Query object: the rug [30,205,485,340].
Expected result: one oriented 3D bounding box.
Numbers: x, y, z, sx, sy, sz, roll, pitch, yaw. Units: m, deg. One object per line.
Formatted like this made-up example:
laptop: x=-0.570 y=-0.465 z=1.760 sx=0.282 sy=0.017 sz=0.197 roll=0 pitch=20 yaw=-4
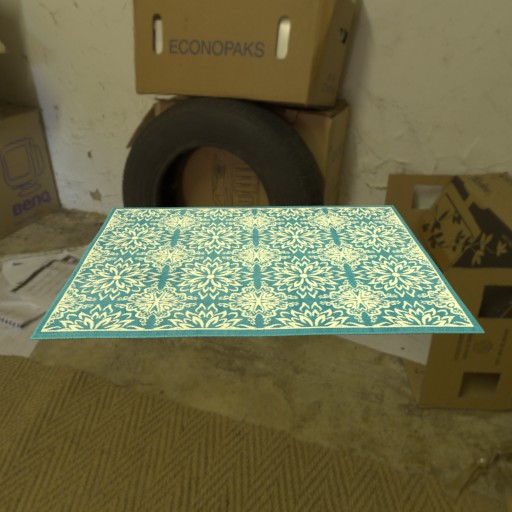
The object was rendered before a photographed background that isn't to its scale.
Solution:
rug: x=0.000 y=0.000 z=2.815 sx=2.205 sy=0.012 sz=1.554 roll=-1 pitch=30 yaw=-1
